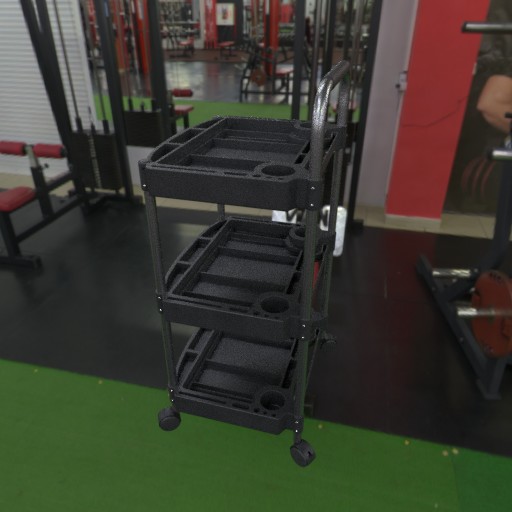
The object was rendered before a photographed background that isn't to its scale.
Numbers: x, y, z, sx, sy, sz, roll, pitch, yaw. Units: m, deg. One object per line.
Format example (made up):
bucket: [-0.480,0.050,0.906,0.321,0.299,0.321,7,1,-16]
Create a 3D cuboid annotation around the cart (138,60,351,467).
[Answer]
cart: [0.000,0.000,1.347,0.518,1.075,0.584,8,30,14]
